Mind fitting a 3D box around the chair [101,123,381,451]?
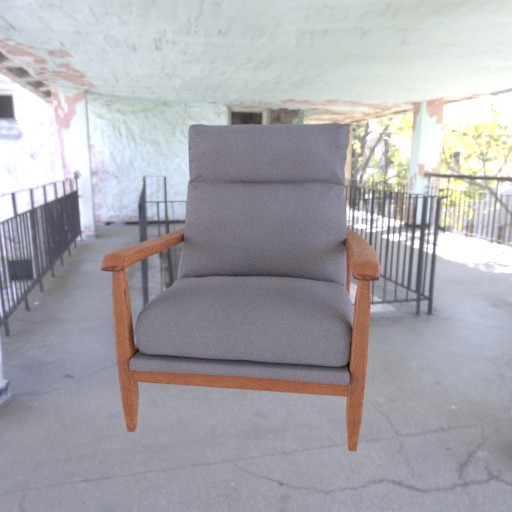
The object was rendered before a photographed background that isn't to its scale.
[{"bbox_3d":[0.000,0.000,1.526,0.782,0.922,0.816,2,12,8],"label":"chair"}]
